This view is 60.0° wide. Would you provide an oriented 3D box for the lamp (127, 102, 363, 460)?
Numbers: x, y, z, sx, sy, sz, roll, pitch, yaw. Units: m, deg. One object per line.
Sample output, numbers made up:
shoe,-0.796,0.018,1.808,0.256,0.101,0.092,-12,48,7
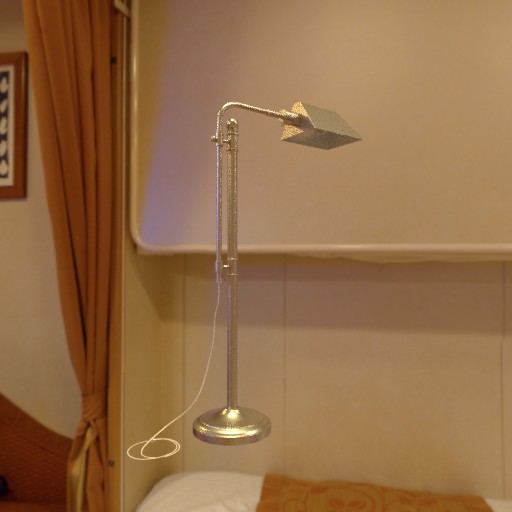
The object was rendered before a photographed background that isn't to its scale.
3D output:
lamp,0.000,0.000,0.940,0.546,0.708,0.159,1,-1,-35
